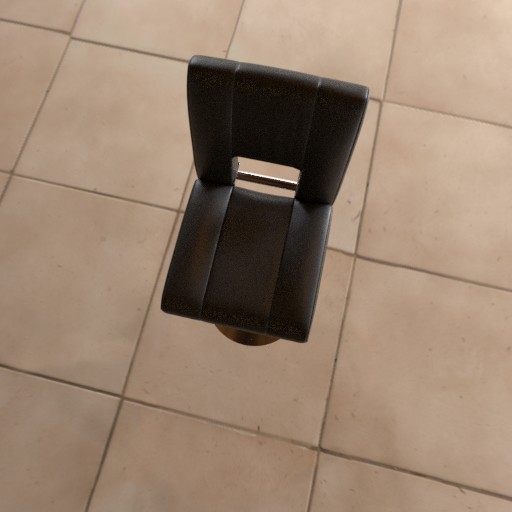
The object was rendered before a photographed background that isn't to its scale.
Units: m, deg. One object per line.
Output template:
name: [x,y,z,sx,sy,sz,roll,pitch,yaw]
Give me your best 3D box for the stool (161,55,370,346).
stool: [0.000,0.000,1.404,0.415,1.151,0.520,12,74,3]
